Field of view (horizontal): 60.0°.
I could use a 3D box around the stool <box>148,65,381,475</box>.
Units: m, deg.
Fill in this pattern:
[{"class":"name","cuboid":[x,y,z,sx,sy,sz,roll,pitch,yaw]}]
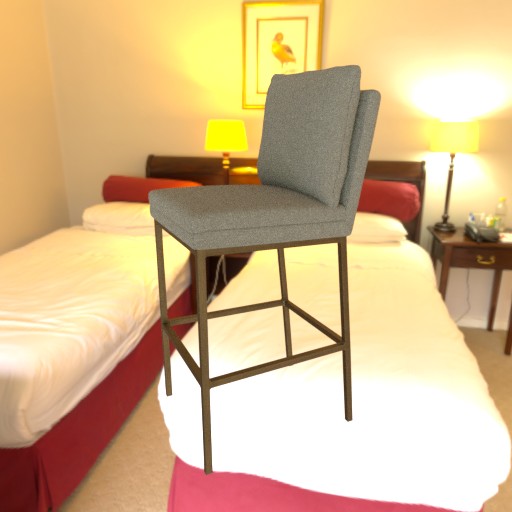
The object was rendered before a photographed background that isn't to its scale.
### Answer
[{"class":"stool","cuboid":[0.000,0.000,1.420,0.569,1.132,0.463,-8,19,-25]}]
